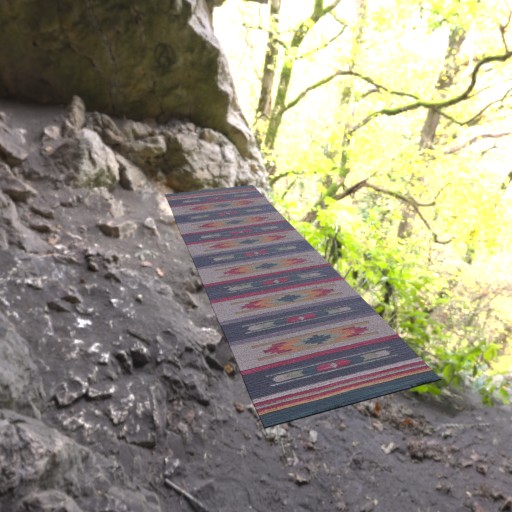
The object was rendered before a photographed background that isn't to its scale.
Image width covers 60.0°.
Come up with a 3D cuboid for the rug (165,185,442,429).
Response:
[{"bbox_3d":[0.000,0.000,2.688,0.760,0.009,2.440,-9,30,-16],"label":"rug"}]
